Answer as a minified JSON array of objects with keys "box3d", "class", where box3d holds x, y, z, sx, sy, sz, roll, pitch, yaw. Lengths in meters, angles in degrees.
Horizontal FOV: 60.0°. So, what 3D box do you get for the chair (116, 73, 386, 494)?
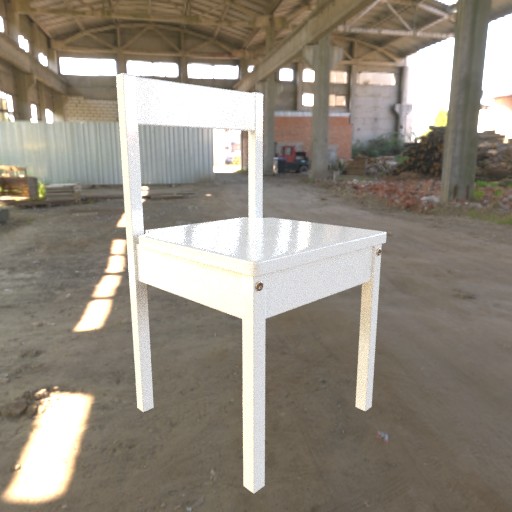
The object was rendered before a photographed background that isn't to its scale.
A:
[{"box3d":[0.000,0.000,0.868,0.361,0.668,0.367,12,17,44],"class":"chair"}]
